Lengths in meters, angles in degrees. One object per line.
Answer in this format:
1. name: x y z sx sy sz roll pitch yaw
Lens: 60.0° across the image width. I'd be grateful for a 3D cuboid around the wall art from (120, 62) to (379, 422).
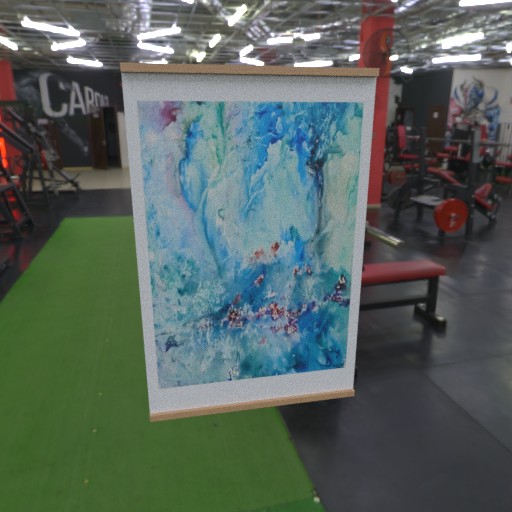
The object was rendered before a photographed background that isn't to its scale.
1. wall art: 0.000 0.000 0.644 0.335 0.510 0.013 -3 18 -11
